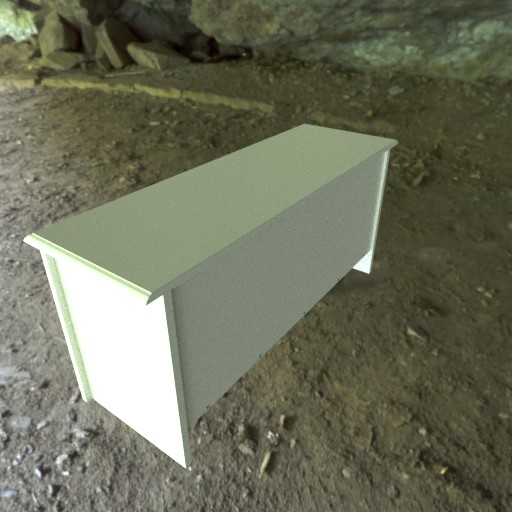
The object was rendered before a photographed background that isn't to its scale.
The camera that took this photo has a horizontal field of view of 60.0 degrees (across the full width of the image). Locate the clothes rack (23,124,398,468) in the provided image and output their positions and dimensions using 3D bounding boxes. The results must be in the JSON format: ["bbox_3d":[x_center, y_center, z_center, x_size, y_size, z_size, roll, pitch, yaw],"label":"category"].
[{"bbox_3d":[0.000,0.000,1.451,0.405,0.558,1.218,21,37,31],"label":"clothes rack"}]
